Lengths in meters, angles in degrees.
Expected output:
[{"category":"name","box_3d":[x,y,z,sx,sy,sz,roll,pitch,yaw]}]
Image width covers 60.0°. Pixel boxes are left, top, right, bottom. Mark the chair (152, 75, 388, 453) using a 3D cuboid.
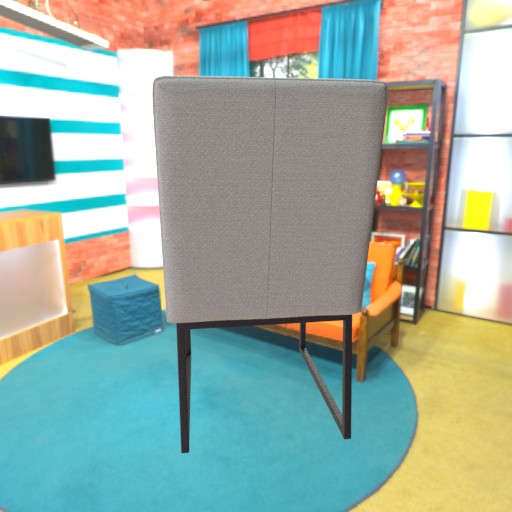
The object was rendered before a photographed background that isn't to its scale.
[{"category":"chair","box_3d":[0.000,0.000,1.329,0.520,0.930,0.634,-2,14,-7]}]
